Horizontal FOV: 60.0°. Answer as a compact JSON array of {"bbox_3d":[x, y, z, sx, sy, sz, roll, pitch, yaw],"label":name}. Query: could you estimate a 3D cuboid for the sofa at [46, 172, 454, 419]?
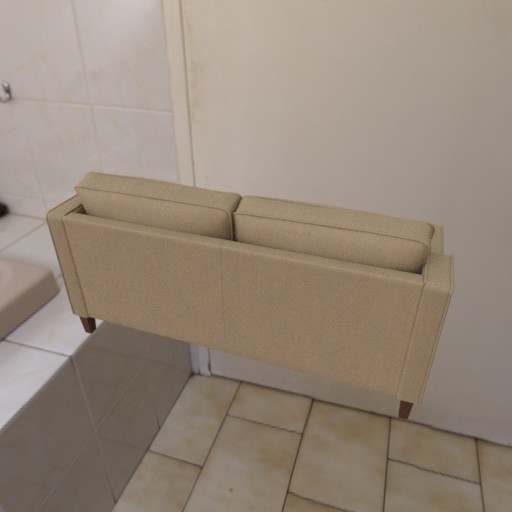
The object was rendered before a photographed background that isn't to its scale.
[{"bbox_3d":[0.000,0.000,2.812,2.178,1.071,1.066,11,33,17],"label":"sofa"}]
